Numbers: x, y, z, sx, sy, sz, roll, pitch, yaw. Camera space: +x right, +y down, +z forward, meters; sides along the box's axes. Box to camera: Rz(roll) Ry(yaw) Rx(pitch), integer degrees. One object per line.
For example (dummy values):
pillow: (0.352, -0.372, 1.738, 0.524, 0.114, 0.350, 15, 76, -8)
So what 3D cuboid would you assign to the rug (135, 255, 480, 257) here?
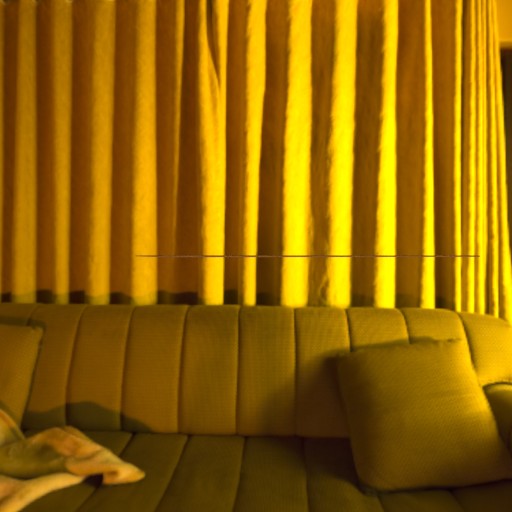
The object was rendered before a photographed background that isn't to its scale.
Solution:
rug: (0.000, 0.000, 3.077, 1.523, 0.008, 2.438, 0, 0, -18)
